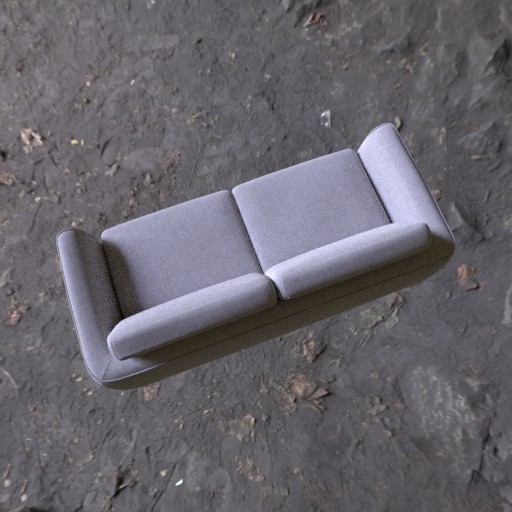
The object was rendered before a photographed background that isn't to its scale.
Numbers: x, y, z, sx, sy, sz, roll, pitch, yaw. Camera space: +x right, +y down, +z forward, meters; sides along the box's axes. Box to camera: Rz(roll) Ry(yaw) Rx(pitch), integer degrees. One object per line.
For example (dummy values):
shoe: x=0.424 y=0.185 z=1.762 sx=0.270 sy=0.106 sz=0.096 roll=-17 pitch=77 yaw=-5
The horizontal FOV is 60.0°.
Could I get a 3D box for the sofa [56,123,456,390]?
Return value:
sofa: x=0.000 y=0.000 z=2.511 sx=2.000 sy=0.850 sz=0.920 roll=-19 pitch=75 yaw=-6
